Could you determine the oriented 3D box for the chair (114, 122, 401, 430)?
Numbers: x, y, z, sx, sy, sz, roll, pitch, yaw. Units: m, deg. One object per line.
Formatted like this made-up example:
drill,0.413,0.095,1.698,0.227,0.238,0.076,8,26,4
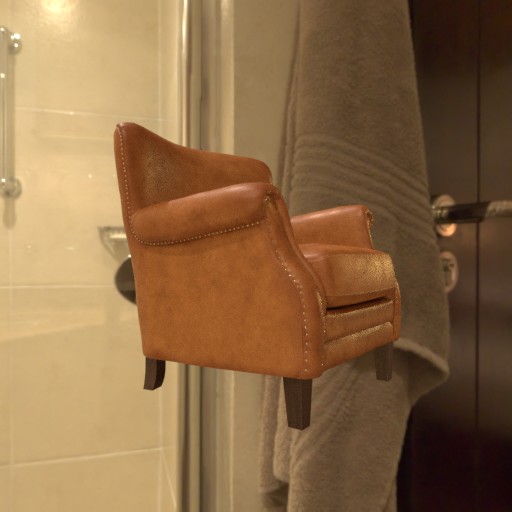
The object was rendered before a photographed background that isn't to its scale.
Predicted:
chair,0.000,0.000,1.658,0.921,0.936,0.861,0,0,36
